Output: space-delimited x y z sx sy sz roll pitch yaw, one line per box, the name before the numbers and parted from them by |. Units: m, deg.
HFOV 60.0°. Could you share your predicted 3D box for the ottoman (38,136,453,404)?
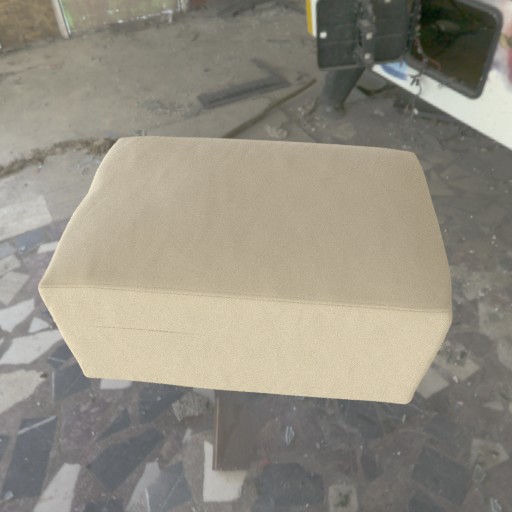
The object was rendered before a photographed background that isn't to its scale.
ottoman | 0.000 0.000 1.187 0.872 0.444 0.590 4 48 3
